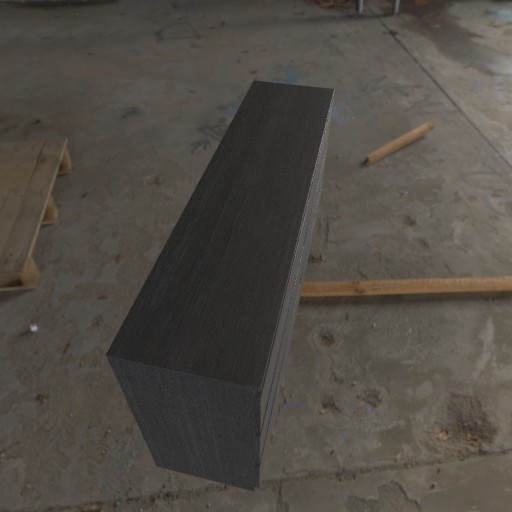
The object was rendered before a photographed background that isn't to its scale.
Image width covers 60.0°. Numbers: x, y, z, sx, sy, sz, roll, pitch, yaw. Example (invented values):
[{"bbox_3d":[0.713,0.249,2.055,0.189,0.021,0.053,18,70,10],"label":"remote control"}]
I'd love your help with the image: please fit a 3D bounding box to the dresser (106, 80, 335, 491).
[{"bbox_3d":[0.000,0.000,1.903,0.400,0.795,1.590,10,47,9],"label":"dresser"}]
